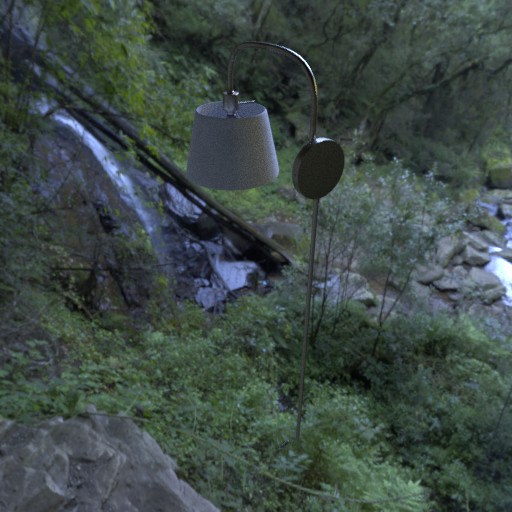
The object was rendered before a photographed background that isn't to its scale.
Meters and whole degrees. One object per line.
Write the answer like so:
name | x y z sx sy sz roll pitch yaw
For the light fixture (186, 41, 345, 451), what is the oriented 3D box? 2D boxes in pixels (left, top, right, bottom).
light fixture | 0.000 0.000 0.455 0.092 0.399 0.176 -19 37 -28
